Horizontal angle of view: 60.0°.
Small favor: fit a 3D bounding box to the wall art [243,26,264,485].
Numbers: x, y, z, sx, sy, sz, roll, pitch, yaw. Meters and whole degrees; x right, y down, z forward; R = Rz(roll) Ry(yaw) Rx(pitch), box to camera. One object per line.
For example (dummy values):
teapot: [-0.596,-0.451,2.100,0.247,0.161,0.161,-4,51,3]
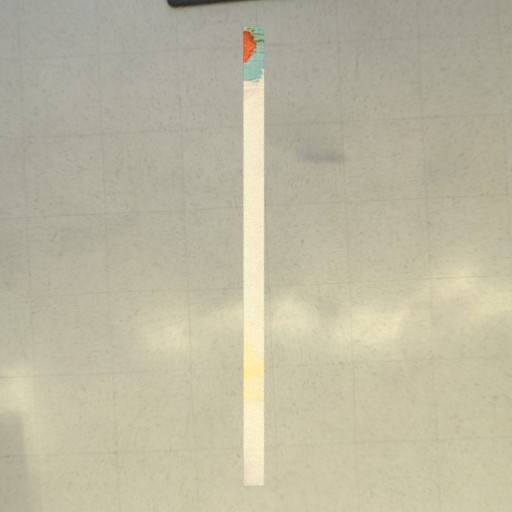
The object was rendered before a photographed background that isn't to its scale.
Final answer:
wall art: [0.000,0.000,1.190,0.037,0.814,0.814,0,90,1]
